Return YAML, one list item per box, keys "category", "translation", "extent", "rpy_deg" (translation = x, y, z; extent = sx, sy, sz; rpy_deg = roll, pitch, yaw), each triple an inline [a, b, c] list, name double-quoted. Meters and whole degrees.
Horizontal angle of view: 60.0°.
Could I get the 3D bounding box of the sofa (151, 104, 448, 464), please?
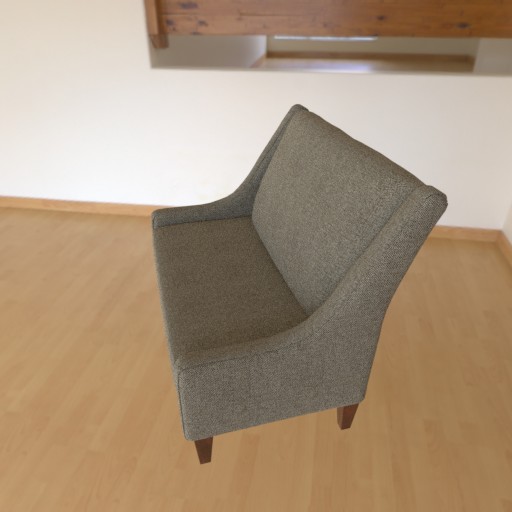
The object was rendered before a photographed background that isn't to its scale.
- category: "sofa"
  translation: [0.000, 0.000, 1.958]
  extent: [0.870, 1.021, 1.242]
  rpy_deg: [-8, 32, -13]
